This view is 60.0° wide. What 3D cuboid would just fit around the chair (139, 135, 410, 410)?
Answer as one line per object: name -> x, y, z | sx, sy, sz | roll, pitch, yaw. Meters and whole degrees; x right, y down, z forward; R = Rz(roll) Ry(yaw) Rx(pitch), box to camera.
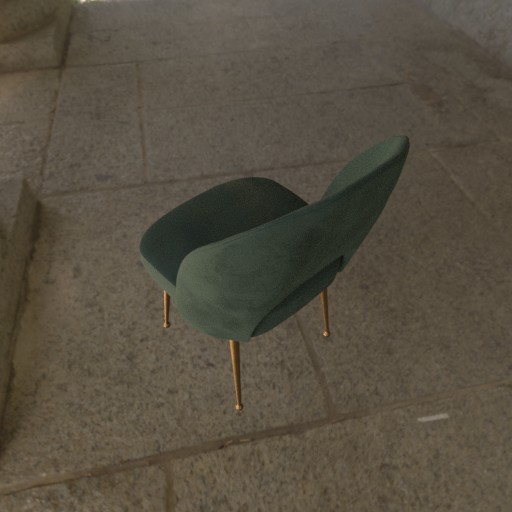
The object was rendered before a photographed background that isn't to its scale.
chair -> 0.000, 0.000, 1.192 | 0.527, 0.860, 0.577 | -33, 56, -27
